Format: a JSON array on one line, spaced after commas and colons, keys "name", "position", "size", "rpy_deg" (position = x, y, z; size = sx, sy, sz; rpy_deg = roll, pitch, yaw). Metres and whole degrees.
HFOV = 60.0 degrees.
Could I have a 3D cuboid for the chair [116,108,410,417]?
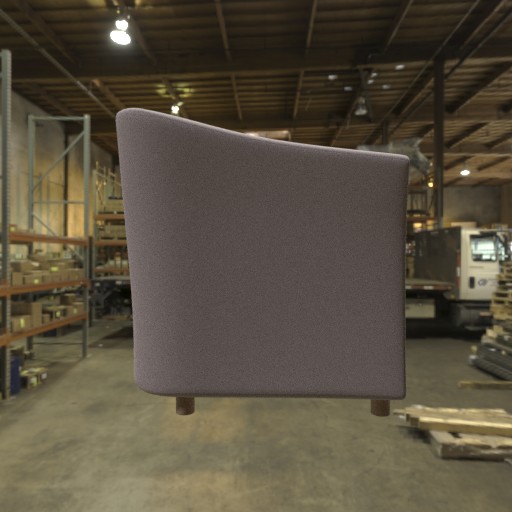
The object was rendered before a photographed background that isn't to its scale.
[{"name": "chair", "position": [0.000, 0.000, 1.351], "size": [0.700, 0.720, 0.790], "rpy_deg": [0, 0, 1]}]
